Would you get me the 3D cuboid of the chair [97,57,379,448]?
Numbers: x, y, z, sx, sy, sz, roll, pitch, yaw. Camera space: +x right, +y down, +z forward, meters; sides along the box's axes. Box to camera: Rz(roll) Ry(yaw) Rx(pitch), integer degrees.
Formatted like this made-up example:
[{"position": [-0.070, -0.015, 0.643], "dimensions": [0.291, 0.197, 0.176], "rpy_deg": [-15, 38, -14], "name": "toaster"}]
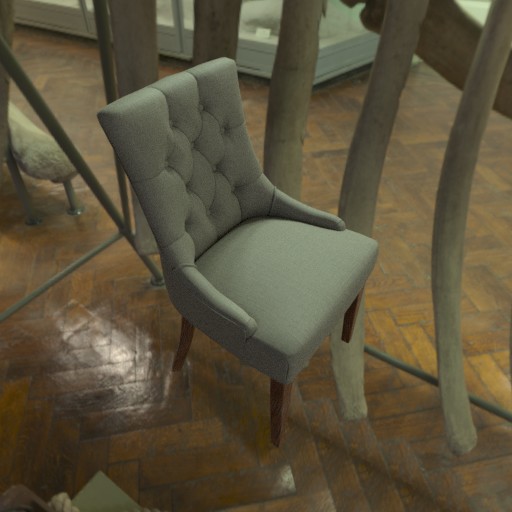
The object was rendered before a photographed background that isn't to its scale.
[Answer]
[{"position": [0.000, 0.000, 1.225], "dimensions": [0.565, 0.874, 0.509], "rpy_deg": [24, 47, 25], "name": "chair"}]
